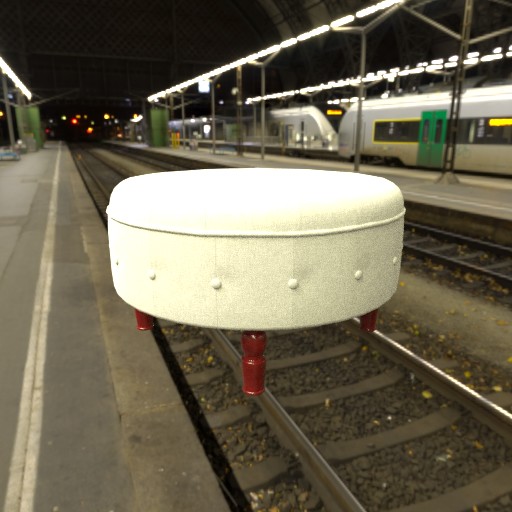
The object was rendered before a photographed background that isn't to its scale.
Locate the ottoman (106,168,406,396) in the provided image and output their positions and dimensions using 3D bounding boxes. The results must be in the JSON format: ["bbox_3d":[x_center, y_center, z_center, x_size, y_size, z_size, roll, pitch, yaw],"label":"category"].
[{"bbox_3d":[0.000,0.000,1.366,0.850,0.483,0.850,0,15,0],"label":"ottoman"}]
